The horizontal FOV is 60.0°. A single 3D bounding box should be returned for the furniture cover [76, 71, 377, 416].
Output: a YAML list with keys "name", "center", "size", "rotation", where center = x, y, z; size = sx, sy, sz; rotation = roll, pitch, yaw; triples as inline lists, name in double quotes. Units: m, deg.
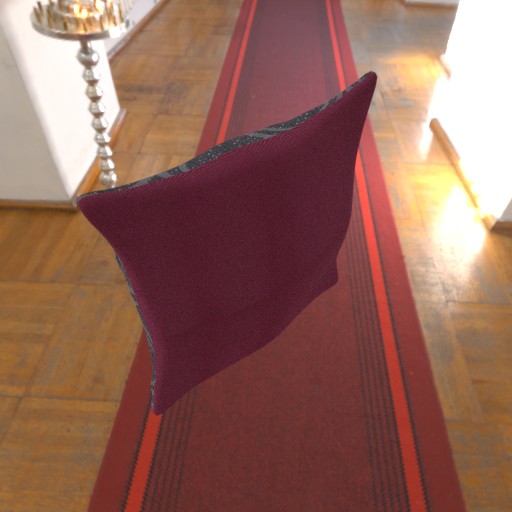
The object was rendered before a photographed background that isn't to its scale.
- name: "furniture cover"
  center: [0.000, 0.000, 0.776]
  size: [0.514, 0.513, 0.163]
  rotation: [-32, 53, -28]
